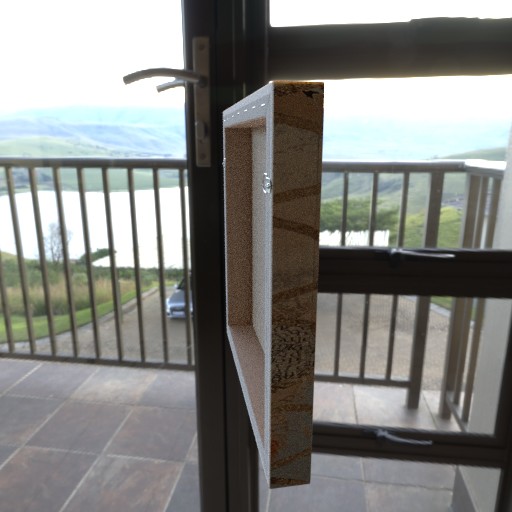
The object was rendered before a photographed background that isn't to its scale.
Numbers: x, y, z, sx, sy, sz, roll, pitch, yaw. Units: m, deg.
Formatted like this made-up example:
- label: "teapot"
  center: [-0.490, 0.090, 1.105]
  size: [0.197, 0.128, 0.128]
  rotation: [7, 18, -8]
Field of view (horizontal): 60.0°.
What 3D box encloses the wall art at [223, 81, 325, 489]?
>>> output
- label: "wall art"
  center: [0.000, 0.000, 0.458]
  size: [0.036, 0.304, 0.303]
  rotation: [-3, 15, -10]
